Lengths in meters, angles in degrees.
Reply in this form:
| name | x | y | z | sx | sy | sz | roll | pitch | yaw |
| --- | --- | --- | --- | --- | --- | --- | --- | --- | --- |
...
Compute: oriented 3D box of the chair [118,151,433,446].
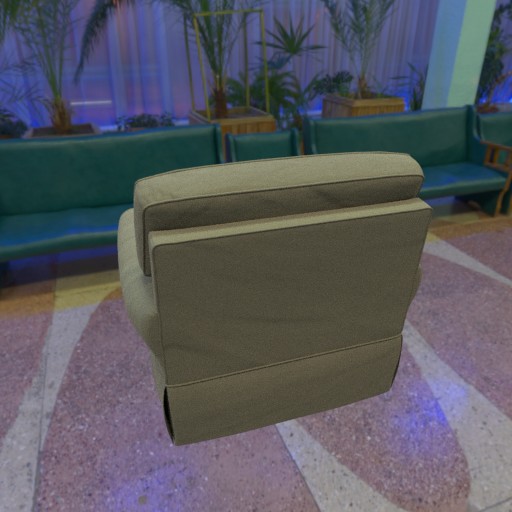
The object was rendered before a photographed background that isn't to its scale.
| name | x | y | z | sx | sy | sz | roll | pitch | yaw |
| --- | --- | --- | --- | --- | --- | --- | --- | --- | --- |
| chair | 0.000 | 0.000 | 1.918 | 1.135 | 1.017 | 0.988 | -9 | 29 | -16 |
